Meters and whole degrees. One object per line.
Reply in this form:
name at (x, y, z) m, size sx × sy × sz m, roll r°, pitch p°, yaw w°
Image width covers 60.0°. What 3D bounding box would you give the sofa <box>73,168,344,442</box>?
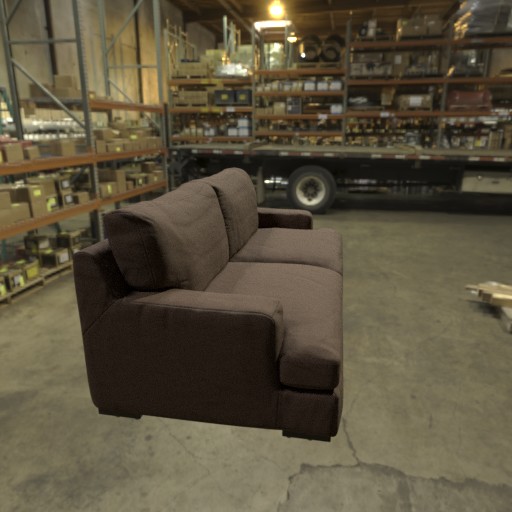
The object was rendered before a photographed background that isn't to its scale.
sofa at (0.000, 0.000, 2.850) m, size 1.140 × 0.950 × 2.274 m, roll 3°, pitch 17°, yaw 10°
